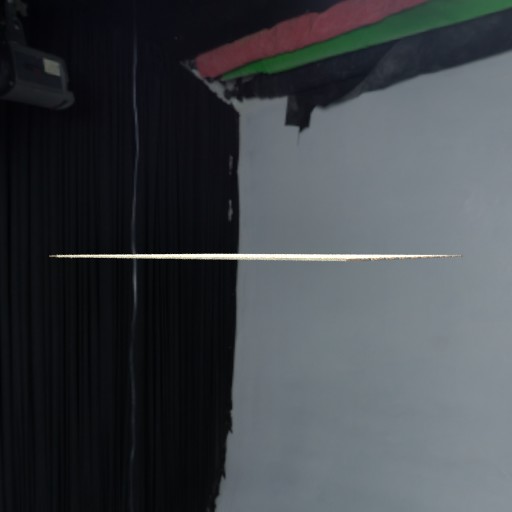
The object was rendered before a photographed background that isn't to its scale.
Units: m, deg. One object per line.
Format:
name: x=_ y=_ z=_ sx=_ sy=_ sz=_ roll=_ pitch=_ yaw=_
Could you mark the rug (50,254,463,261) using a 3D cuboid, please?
rug: x=0.000 y=0.000 z=2.290 sx=1.726 sy=0.009 sz=1.278 roll=0 pitch=1 yaw=36
